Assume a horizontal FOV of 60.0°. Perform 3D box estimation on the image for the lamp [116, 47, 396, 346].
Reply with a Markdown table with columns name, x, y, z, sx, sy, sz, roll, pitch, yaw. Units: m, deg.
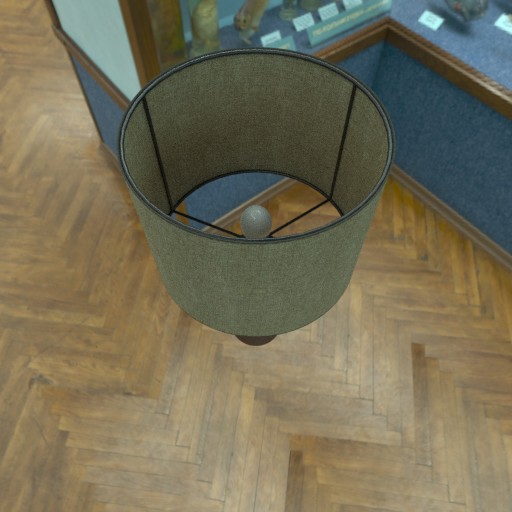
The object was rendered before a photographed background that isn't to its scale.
| name | x | y | z | sx | sy | sz | roll | pitch | yaw |
| --- | --- | --- | --- | --- | --- | --- | --- | --- | --- |
| lamp | 0.000 | 0.000 | 0.472 | 0.202 | 0.350 | 0.202 | 0 | 58 | 0 |
